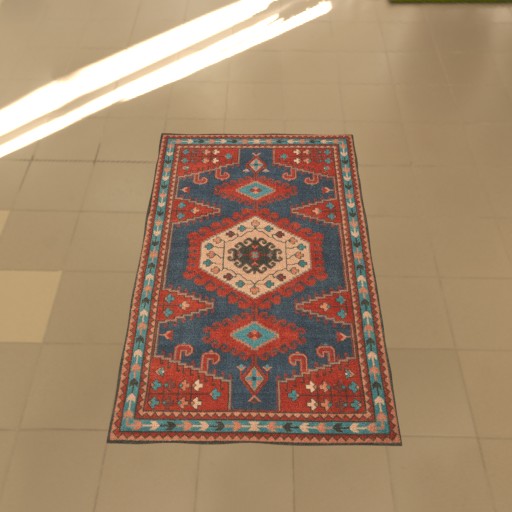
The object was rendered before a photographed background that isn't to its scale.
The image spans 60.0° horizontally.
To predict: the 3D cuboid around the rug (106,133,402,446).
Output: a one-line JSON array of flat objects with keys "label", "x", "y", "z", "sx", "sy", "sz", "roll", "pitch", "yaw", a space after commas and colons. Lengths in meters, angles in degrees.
[{"label": "rug", "x": 0.000, "y": 0.000, "z": 2.285, "sx": 1.207, "sy": 0.012, "sz": 1.820, "roll": 0, "pitch": 57, "yaw": 0}]
